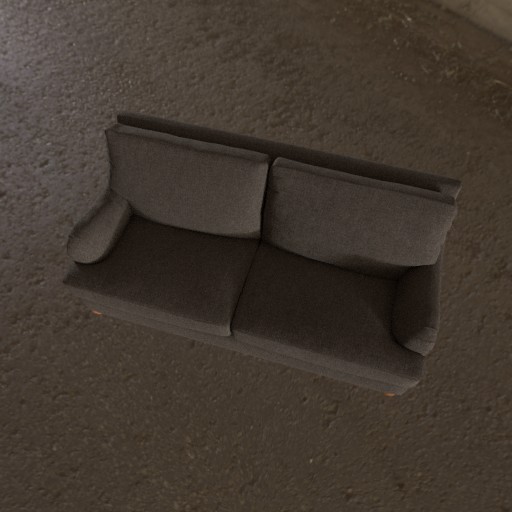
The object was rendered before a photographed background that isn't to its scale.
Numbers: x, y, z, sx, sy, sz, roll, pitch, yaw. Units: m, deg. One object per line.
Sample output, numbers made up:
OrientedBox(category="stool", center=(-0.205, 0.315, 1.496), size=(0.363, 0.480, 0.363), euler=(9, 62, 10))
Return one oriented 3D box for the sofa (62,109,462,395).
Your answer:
OrientedBox(category="sofa", center=(0.000, 0.000, 2.746), size=(2.160, 1.054, 1.087), euler=(14, 60, 8))
